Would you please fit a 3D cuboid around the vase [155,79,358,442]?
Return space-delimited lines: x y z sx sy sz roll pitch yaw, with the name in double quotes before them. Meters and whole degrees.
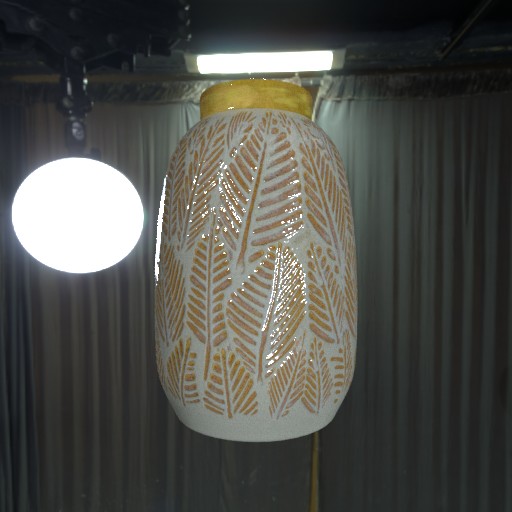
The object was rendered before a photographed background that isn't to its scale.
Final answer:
"vase" 0.000 0.000 0.384 0.172 0.270 0.172 0 1 0
